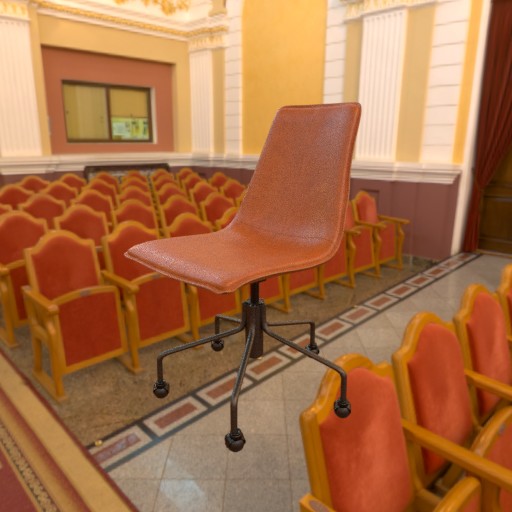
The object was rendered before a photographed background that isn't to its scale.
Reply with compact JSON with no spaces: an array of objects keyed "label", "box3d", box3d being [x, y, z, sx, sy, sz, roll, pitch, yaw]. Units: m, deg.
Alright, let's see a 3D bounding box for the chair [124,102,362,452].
[{"label":"chair","box3d":[0.000,0.000,1.375,0.660,0.920,0.651,-14,21,-42]}]
